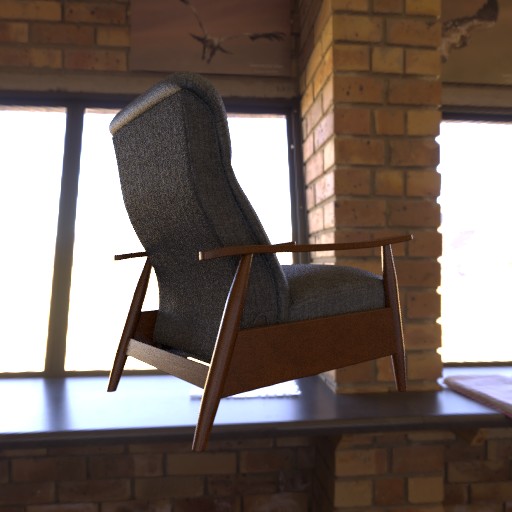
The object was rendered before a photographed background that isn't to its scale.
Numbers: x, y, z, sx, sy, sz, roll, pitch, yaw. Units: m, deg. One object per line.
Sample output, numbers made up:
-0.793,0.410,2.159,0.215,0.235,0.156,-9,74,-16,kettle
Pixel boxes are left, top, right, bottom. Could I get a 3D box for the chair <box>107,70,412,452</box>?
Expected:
0.000,0.000,1.786,1.030,1.082,0.762,1,-1,-37,chair
